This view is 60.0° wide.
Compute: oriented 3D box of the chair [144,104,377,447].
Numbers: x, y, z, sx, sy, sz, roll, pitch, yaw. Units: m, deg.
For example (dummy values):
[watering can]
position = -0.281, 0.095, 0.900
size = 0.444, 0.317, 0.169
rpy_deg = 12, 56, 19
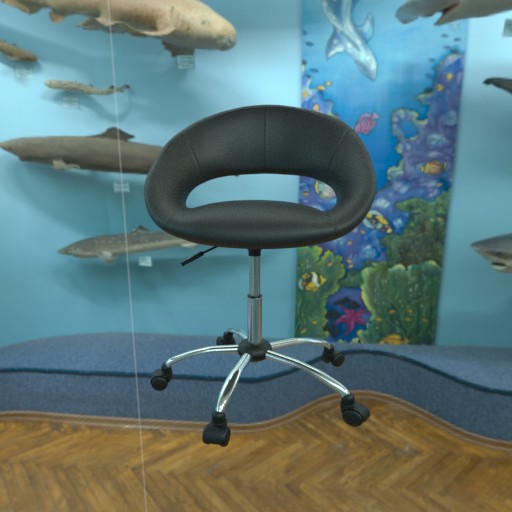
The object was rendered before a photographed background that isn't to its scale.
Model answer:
[chair]
position = 0.000, 0.000, 1.167
size = 0.612, 0.791, 0.538
rpy_deg = 2, 15, 8
